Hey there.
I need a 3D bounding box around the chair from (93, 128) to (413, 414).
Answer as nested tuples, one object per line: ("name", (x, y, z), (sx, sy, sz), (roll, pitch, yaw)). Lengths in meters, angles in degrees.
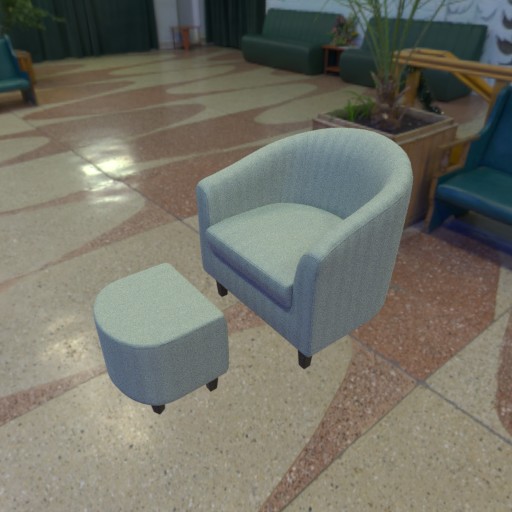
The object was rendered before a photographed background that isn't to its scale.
("chair", (0.000, 0.000, 1.751), (1.288, 0.757, 0.756), (-22, 39, -31))
